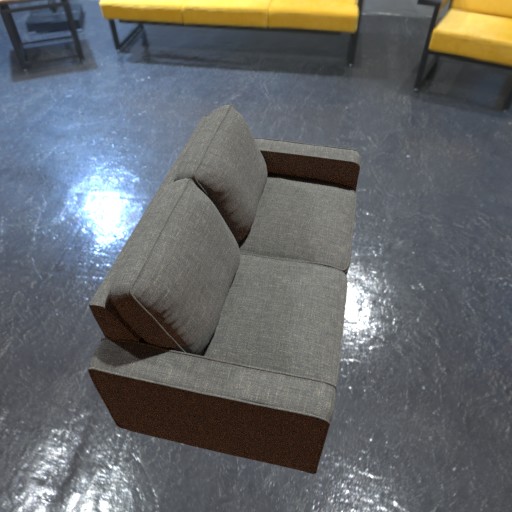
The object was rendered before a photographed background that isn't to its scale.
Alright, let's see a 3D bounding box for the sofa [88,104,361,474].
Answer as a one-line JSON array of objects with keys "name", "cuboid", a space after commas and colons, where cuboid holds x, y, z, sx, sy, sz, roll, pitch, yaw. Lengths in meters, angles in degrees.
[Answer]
[{"name": "sofa", "cuboid": [0.000, 0.000, 2.249, 0.947, 0.918, 1.709, 9, 47, 9]}]
